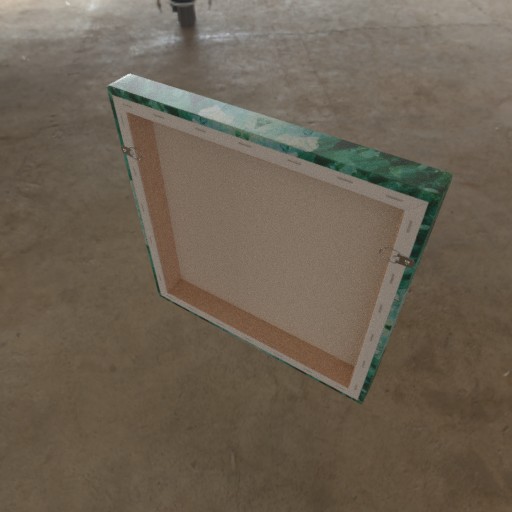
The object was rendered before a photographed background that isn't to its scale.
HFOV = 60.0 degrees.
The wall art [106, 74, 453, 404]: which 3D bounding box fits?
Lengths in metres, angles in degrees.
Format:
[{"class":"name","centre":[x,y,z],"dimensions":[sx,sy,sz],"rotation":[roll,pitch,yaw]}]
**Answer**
[{"class":"wall art","centre":[0.000,0.000,0.477],"dimensions":[0.313,0.313,0.033],"rotation":[24,51,21]}]
